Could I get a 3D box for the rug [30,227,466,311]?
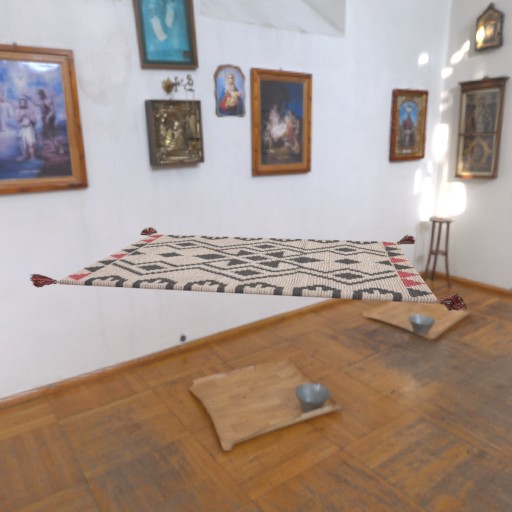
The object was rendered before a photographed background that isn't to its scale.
[{"bbox_3d":[0.000,0.000,2.677,2.069,0.067,1.444,2,14,9],"label":"rug"}]
